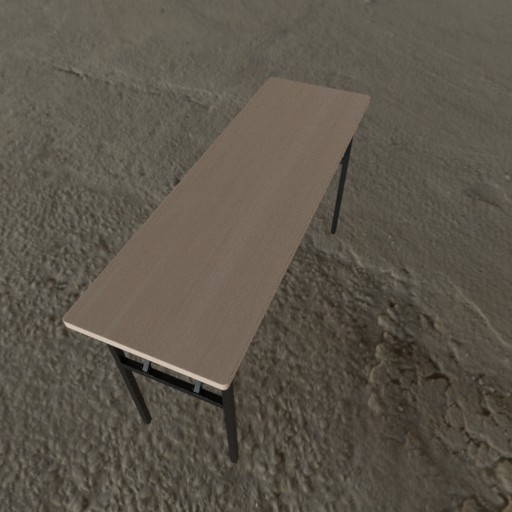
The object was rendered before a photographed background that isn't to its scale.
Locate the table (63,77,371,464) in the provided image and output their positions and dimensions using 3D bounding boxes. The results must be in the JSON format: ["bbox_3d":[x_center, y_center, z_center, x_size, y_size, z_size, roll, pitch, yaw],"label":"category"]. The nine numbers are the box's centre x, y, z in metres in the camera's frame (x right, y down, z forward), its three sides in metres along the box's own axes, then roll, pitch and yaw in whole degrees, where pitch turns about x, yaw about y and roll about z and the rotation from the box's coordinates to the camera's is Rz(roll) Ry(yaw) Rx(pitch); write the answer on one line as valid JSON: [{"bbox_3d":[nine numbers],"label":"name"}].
[{"bbox_3d":[0.000,0.000,1.734,0.447,0.750,1.397,17,50,15],"label":"table"}]
